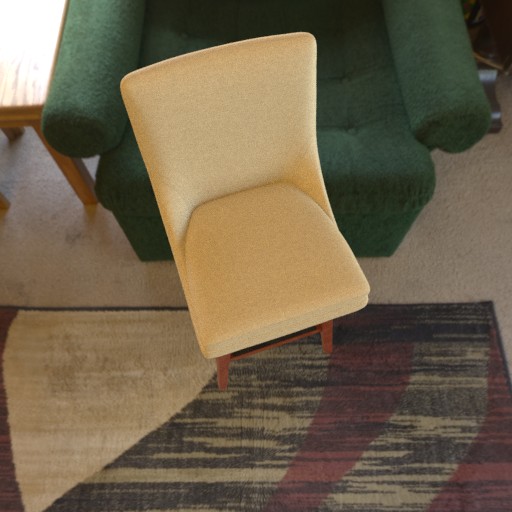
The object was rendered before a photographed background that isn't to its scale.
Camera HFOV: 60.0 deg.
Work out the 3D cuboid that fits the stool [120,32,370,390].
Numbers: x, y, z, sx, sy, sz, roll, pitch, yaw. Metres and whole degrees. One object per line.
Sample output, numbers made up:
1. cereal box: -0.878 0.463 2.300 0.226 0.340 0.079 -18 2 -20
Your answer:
1. stool: 0.000 0.000 1.356 0.470 1.092 0.559 -17 66 -8
